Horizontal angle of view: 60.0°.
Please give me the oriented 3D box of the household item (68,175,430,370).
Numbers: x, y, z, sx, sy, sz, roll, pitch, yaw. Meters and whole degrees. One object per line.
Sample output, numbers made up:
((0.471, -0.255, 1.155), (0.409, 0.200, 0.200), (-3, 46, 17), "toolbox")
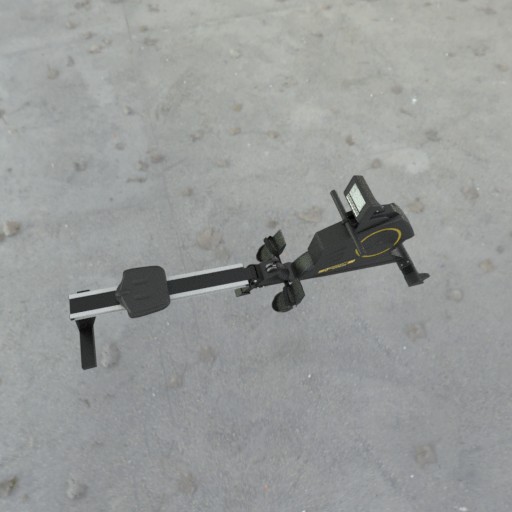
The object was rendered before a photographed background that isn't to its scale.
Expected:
((0.000, 0.000, 2.582), (2.251, 0.810, 0.521), (-13, 58, -8), "household item")
